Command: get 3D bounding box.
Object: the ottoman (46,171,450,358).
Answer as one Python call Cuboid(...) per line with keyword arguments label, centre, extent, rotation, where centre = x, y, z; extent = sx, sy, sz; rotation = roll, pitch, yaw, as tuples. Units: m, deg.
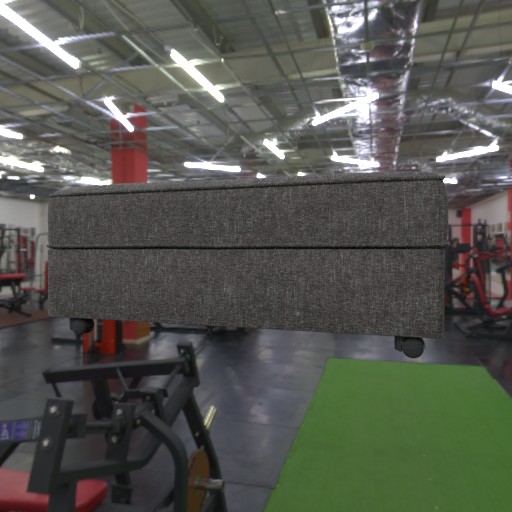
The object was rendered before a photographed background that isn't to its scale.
Cuboid(label="ottoman", centre=(0.000, 0.000, 1.543), extent=(1.184, 0.487, 0.717), rotation=(0, 1, 18))
